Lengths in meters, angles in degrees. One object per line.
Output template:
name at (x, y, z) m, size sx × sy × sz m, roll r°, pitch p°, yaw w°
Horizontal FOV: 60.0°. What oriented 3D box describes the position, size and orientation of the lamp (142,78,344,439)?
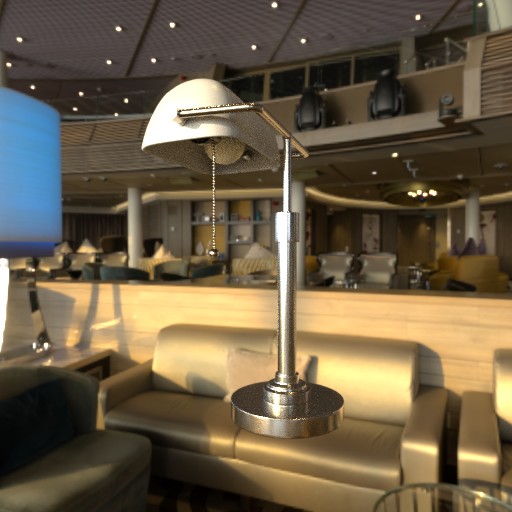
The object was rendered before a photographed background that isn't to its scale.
lamp at (0.000, 0.000, 0.573) m, size 0.227 × 0.404 × 0.269 m, roll 0°, pitch 1°, yaw 18°
